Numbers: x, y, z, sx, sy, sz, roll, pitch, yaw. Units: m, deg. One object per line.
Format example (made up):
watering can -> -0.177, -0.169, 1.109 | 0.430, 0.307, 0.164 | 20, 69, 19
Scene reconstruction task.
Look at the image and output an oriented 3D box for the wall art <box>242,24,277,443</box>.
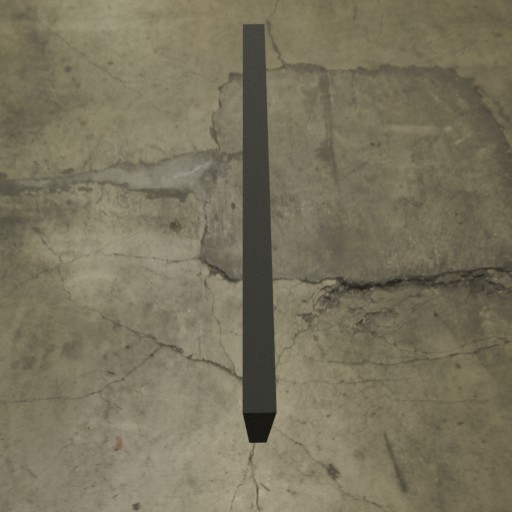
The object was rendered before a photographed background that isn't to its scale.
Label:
wall art -> 0.000, 0.000, 0.543 | 0.024, 0.329, 0.404 | -1, 64, 0
